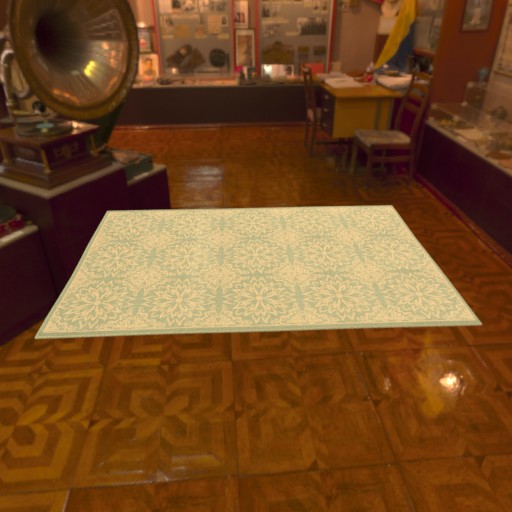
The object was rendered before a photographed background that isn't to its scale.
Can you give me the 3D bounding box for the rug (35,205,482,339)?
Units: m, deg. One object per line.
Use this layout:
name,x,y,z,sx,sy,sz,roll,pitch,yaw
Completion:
rug,0.000,0.000,3.493,2.746,0.018,1.819,-1,31,-2
